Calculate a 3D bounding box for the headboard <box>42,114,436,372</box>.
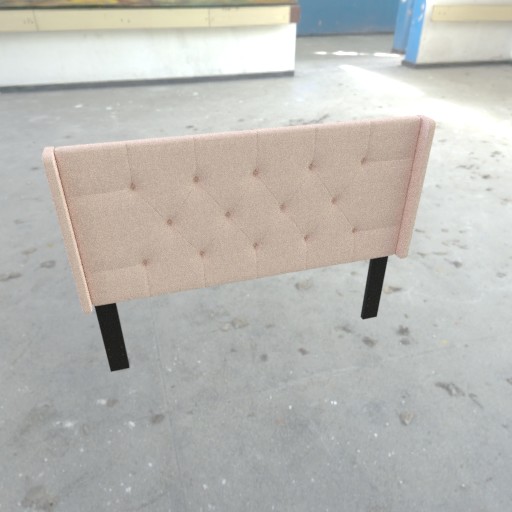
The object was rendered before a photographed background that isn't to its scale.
[{"bbox_3d":[0.000,0.000,2.699,2.051,1.524,0.184,-9,34,-14],"label":"headboard"}]
